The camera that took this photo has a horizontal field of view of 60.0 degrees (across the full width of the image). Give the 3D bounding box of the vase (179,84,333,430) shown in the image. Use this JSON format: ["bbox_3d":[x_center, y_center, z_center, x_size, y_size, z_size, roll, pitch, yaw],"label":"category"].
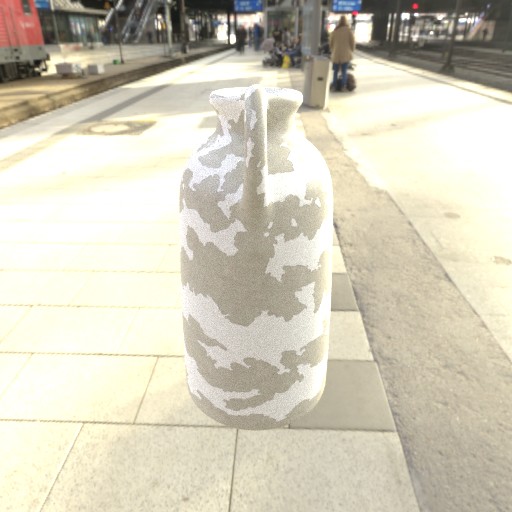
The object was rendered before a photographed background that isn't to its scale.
[{"bbox_3d":[0.000,0.000,0.508,0.186,0.382,0.203,0,27,0],"label":"vase"}]
